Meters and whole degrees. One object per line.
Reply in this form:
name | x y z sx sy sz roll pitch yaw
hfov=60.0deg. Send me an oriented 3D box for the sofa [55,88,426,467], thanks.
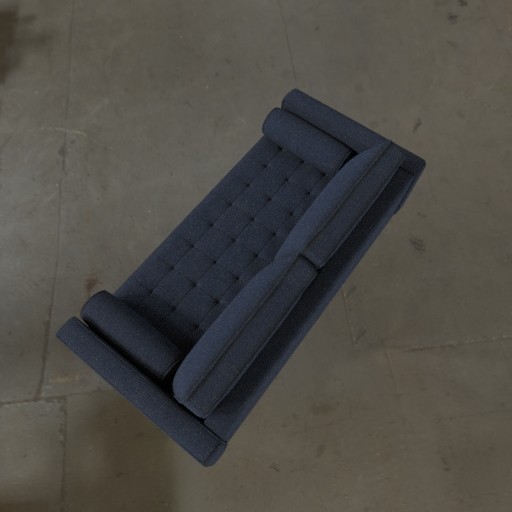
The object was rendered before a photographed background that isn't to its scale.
sofa | 0.000 0.000 2.358 0.914 0.762 1.880 35 70 15
